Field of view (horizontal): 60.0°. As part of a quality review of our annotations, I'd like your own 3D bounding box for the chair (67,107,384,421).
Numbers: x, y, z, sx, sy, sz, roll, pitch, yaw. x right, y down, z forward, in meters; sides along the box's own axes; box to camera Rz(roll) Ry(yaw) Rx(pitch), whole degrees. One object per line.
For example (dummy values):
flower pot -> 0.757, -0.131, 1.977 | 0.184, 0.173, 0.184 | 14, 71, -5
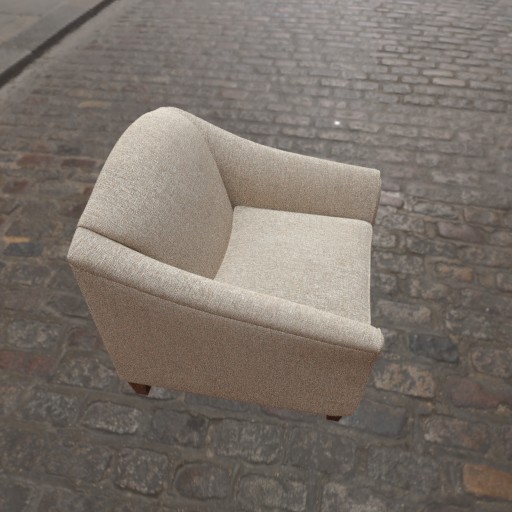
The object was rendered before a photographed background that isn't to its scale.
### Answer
chair -> 0.000, 0.000, 1.460 | 0.787, 0.839, 0.763 | 8, 46, 7
